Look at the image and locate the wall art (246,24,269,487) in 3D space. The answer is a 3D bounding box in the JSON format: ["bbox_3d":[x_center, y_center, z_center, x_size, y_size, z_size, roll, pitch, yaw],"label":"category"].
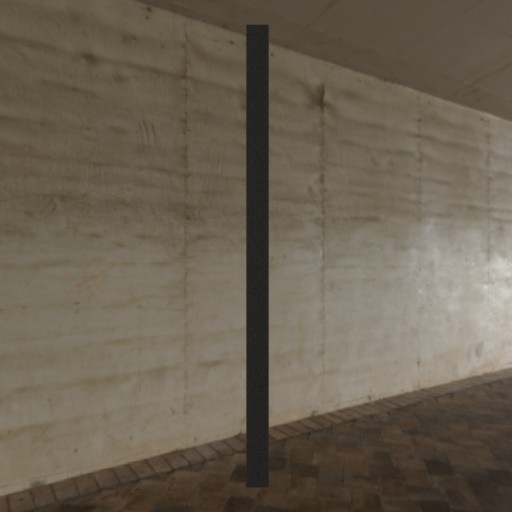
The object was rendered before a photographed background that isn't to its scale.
[{"bbox_3d":[0.000,0.000,1.108,0.037,0.760,0.762,0,0,0],"label":"wall art"}]
